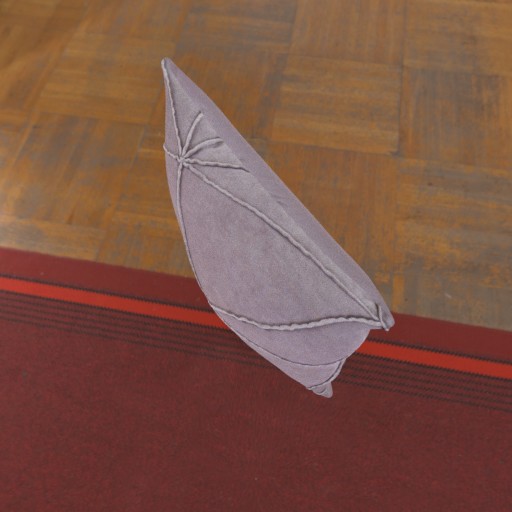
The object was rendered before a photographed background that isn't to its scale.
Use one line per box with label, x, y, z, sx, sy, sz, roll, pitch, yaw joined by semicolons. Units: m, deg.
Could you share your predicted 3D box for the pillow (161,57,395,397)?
pillow;0.000;0.000;0.679;0.185;0.440;0.439;-32;68;-15
